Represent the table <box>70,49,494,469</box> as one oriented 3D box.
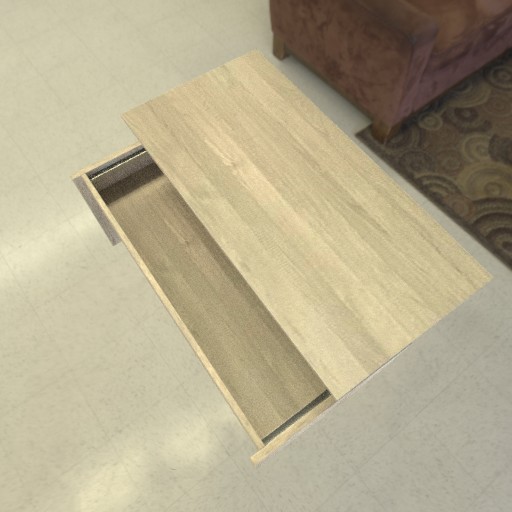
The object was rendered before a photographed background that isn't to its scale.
[{"bbox_3d":[0.000,0.000,1.422,0.712,0.570,1.000,-32,68,-15],"label":"table"}]
